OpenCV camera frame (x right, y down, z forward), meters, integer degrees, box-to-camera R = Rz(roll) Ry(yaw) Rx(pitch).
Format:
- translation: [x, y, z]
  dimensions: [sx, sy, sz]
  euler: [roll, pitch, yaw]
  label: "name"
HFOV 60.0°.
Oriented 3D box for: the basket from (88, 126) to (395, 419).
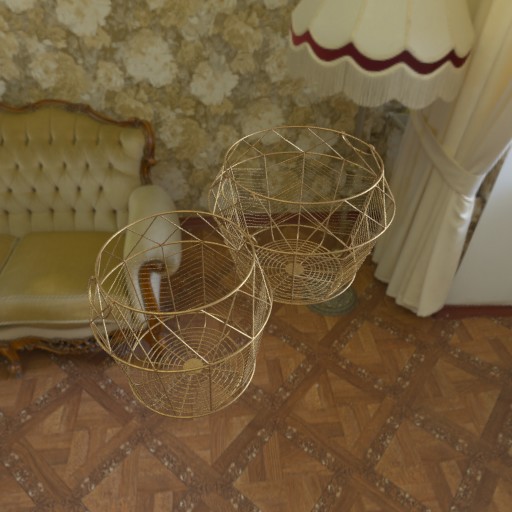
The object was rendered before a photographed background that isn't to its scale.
- translation: [0.000, 0.000, 1.021]
  dimensions: [0.451, 0.343, 0.805]
  euler: [26, 47, 28]
  label: "basket"
